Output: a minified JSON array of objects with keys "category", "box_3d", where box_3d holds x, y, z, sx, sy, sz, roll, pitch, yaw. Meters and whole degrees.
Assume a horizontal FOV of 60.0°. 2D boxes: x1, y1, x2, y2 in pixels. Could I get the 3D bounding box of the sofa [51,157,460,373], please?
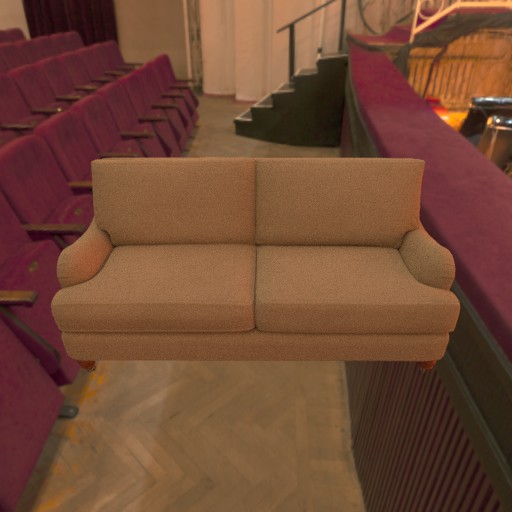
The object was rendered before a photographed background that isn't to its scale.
[{"category":"sofa","box_3d":[0.000,0.000,2.602,2.070,0.997,1.091,0,30,0]}]
